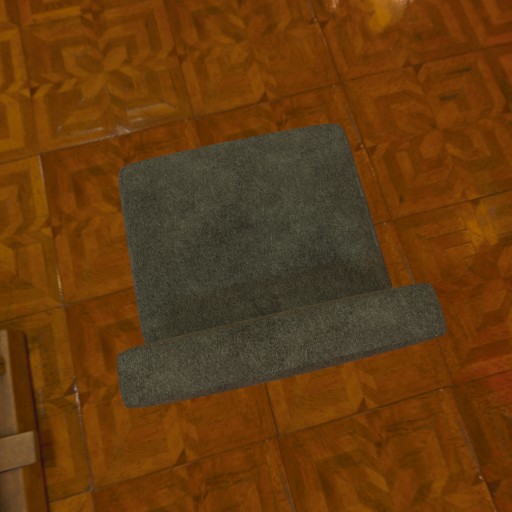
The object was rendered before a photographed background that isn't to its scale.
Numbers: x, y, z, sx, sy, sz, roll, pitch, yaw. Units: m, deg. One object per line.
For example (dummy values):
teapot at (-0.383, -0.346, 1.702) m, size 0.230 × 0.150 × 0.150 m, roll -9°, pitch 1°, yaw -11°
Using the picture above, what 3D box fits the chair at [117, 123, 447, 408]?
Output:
chair at (0.000, 0.000, 1.260) m, size 0.680 × 0.660 × 0.680 m, roll -12°, pitch 75°, yaw -3°
